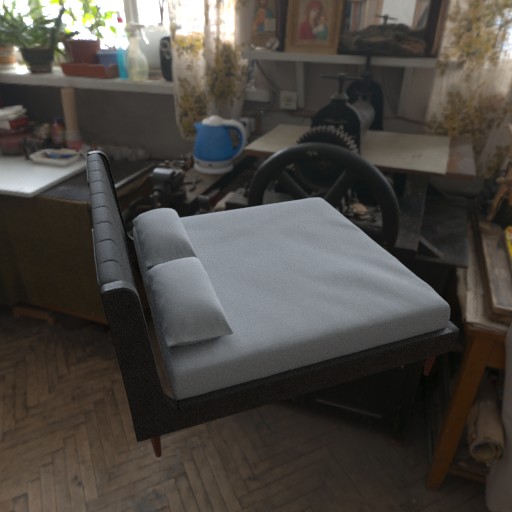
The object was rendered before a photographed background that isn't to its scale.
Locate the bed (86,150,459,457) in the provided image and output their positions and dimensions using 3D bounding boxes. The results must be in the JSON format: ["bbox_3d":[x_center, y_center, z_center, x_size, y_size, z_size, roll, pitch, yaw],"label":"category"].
[{"bbox_3d":[0.000,0.000,3.126,2.031,1.158,1.903,-11,33,-17],"label":"bed"}]
